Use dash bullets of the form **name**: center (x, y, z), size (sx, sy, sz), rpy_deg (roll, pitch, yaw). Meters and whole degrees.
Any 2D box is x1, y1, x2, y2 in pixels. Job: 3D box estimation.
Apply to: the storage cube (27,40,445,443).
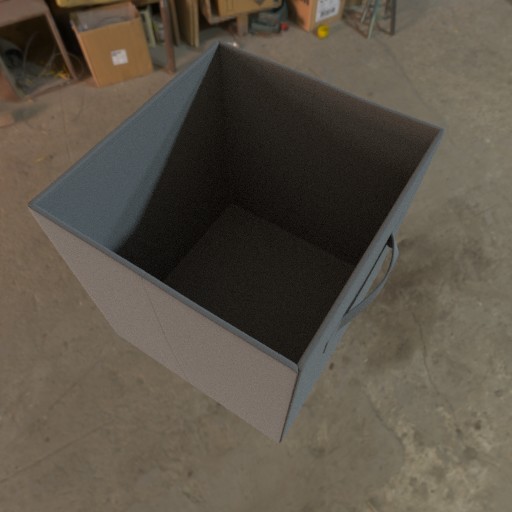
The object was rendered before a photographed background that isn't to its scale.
- **storage cube**: center (0.000, 0.000, 0.491), size (0.270, 0.280, 0.270), rpy_deg (29, 63, 17)
